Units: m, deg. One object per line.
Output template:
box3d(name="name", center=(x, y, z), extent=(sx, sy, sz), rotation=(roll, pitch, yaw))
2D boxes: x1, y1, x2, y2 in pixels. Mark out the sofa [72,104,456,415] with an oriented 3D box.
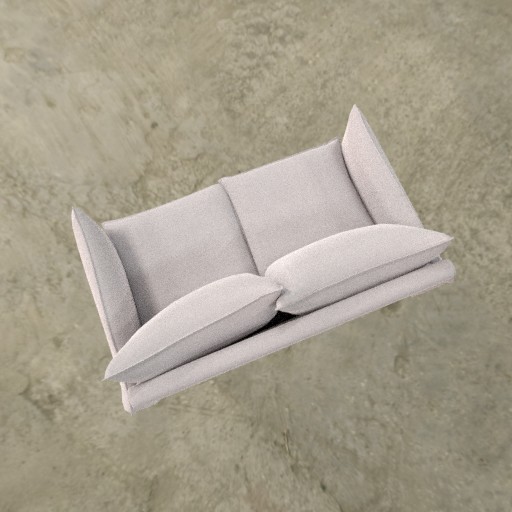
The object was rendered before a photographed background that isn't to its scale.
box3d(name="sofa", center=(0.000, 0.000, 1.846), extent=(1.300, 0.840, 0.820), rotation=(-21, 76, -6))
